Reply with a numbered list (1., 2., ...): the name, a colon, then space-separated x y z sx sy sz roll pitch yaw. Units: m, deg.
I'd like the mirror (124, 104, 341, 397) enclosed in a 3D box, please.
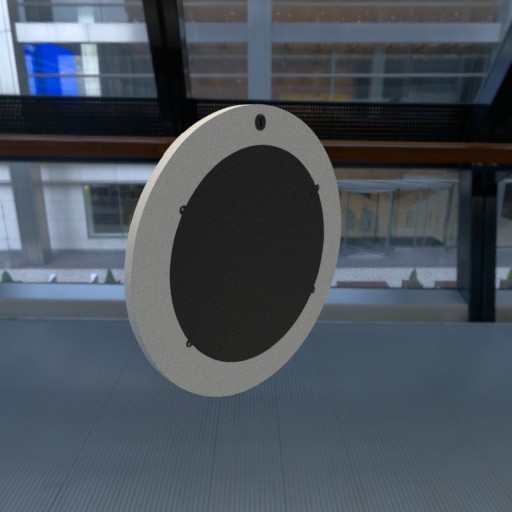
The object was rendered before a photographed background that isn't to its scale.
1. mirror: 0.000 0.000 1.414 0.038 0.914 0.914 15 22 42
